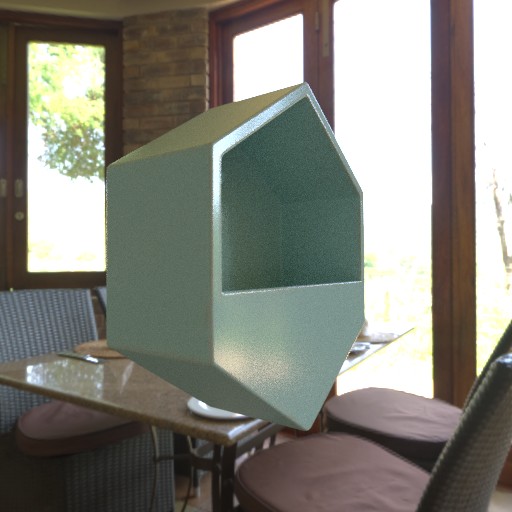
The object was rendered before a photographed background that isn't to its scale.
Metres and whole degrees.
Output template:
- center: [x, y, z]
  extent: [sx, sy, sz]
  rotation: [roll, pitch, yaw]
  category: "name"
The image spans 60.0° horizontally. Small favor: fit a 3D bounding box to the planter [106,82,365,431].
- center: [0.000, 0.000, 0.285]
  extent: [0.078, 0.207, 0.169]
  rotation: [-1, -1, 37]
  category: "planter"
